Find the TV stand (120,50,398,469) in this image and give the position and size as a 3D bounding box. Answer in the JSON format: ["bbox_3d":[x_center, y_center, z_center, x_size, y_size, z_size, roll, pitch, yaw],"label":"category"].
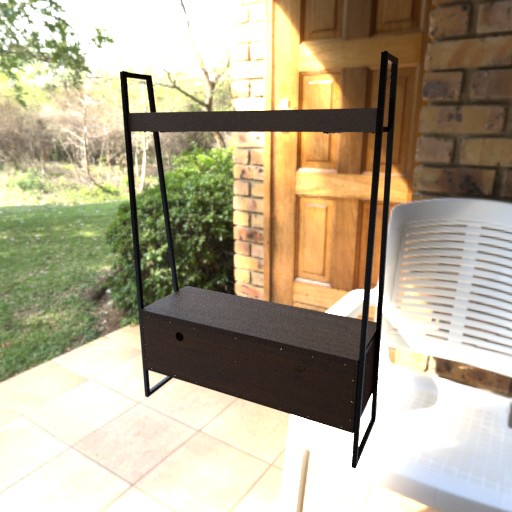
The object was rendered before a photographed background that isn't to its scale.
[{"bbox_3d":[0.000,0.000,2.248,1.250,1.772,0.432,8,18,26],"label":"TV stand"}]
